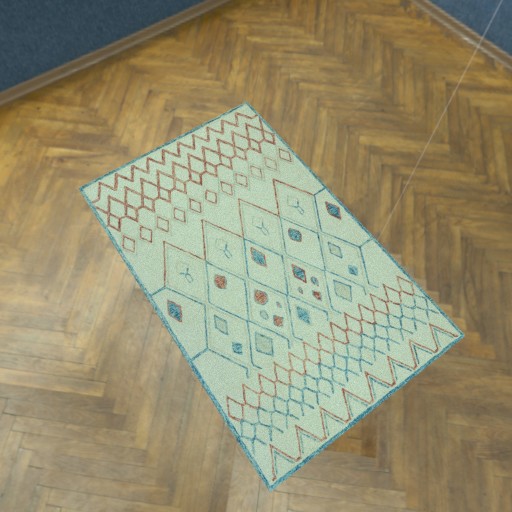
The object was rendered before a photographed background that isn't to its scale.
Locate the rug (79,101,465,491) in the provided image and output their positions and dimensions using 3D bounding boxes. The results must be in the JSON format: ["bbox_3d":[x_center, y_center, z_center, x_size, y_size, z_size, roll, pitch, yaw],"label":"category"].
[{"bbox_3d":[0.000,0.000,3.050,1.524,0.015,2.438,-32,68,-15],"label":"rug"}]
